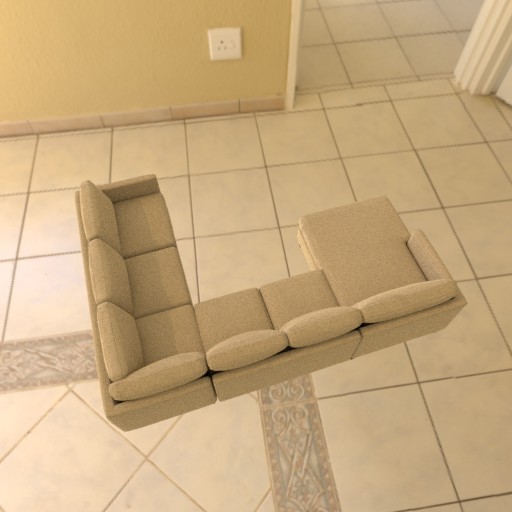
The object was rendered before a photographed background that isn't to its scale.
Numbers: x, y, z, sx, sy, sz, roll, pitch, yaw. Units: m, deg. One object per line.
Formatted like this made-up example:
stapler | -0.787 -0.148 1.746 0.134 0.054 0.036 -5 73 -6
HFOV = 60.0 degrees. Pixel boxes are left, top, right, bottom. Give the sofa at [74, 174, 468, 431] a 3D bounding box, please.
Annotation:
sofa | 0.000 0.000 4.770 3.460 0.959 2.593 -15 59 -9
